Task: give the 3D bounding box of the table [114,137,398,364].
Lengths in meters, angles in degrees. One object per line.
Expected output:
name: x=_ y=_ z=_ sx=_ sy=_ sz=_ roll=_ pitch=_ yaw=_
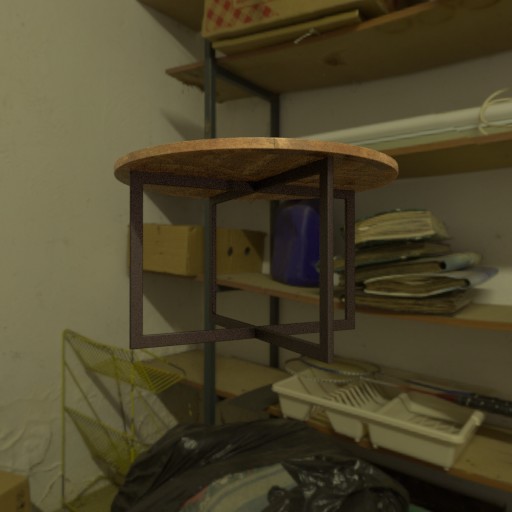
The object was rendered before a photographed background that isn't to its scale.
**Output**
table: x=0.000 y=0.000 z=2.066 sx=1.264 sy=0.762 sz=1.264 roll=0 pitch=0 yaw=0
